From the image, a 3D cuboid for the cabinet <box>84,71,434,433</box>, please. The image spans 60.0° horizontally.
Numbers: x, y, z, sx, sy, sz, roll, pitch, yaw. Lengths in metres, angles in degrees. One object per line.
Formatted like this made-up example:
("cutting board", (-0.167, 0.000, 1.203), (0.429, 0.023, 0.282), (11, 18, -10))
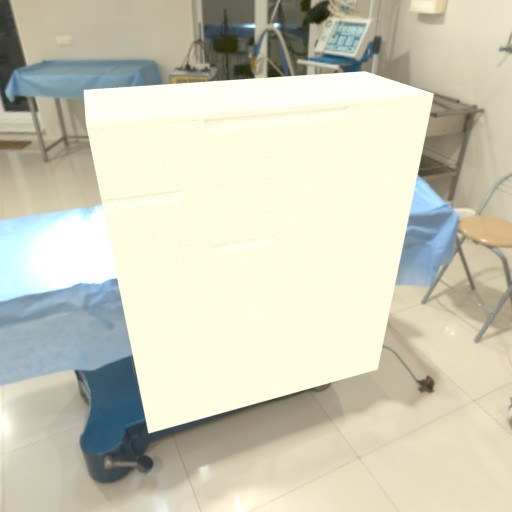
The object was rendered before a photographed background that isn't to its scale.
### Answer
("cabinet", (0.000, 0.000, 1.677), (1.000, 1.190, 0.400), (-10, 33, -16))
